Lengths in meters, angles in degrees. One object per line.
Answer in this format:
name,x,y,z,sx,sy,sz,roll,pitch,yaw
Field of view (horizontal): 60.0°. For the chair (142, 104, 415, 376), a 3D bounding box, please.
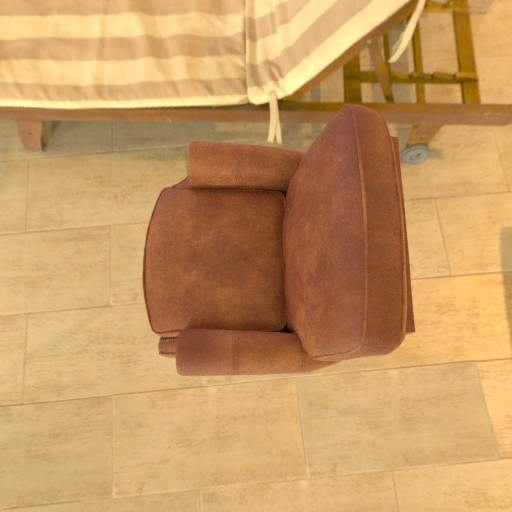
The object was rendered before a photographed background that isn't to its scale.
chair,0.000,0.000,1.776,0.986,1.018,0.936,1,74,0
